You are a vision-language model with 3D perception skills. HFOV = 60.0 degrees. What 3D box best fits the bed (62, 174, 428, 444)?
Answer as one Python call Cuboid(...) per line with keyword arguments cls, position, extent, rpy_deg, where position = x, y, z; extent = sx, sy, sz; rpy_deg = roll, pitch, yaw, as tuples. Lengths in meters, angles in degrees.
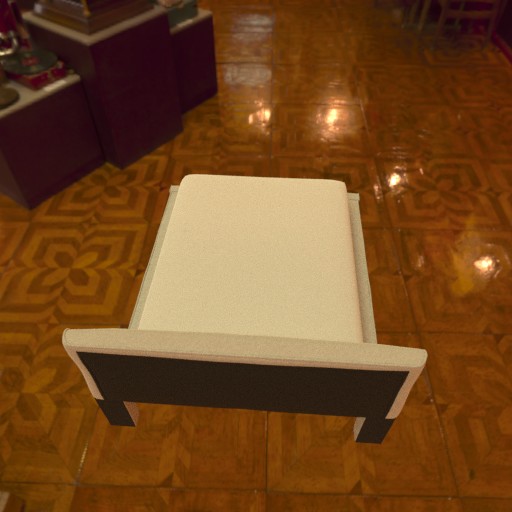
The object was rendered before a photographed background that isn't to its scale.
Cuboid(cls="bed", position=(0.000, 0.000, 3.319), extent=(1.840, 1.067, 2.368), rpy_deg=(3, 48, 3))
